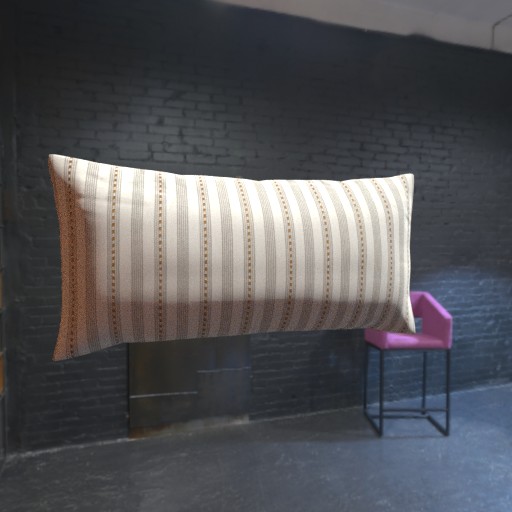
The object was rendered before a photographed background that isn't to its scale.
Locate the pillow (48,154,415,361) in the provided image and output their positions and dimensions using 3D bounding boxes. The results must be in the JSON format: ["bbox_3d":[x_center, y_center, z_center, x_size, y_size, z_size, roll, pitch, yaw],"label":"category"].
[{"bbox_3d":[0.000,0.000,0.714,0.608,0.291,0.151,-1,2,-17],"label":"pillow"}]
